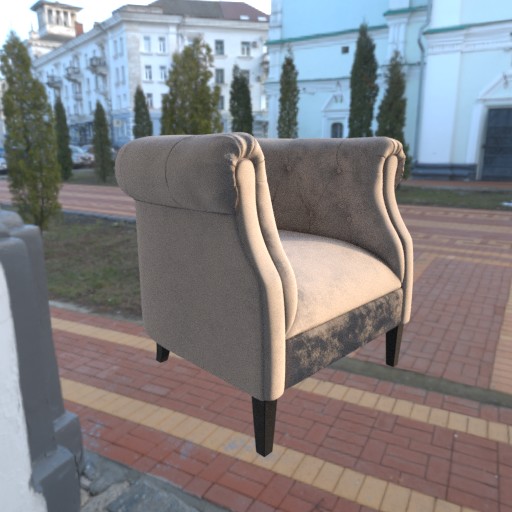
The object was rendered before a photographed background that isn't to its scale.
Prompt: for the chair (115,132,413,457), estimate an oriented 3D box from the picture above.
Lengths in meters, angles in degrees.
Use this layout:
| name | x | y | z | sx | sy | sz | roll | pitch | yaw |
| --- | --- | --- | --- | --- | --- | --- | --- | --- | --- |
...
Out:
| name | x | y | z | sx | sy | sz | roll | pitch | yaw |
| --- | --- | --- | --- | --- | --- | --- | --- | --- | --- |
| chair | 0.000 | 0.000 | 1.575 | 0.851 | 0.826 | 0.904 | 13 | 19 | 43 |
